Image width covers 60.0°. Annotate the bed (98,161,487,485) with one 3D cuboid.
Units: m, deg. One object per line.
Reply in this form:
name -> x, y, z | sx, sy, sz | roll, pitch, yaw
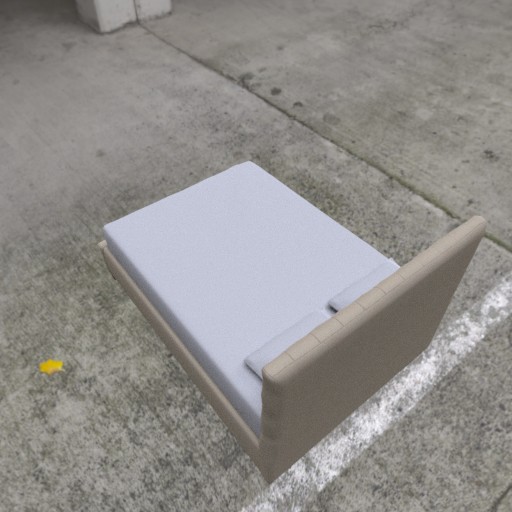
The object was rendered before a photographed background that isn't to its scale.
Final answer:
bed -> 0.000, 0.000, 3.408 | 1.698, 1.427, 2.387 | -30, 53, -26
